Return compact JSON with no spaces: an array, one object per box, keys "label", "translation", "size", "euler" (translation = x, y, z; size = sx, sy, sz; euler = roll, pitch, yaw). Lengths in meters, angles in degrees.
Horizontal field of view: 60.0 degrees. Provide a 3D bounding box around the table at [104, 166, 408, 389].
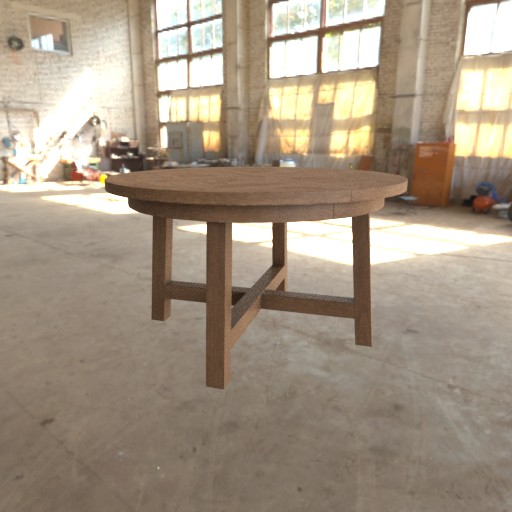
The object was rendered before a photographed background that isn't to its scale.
[{"label":"table","translation":[0.000,0.000,2.126],"size":[1.319,0.762,1.319],"euler":[0,15,0]}]
